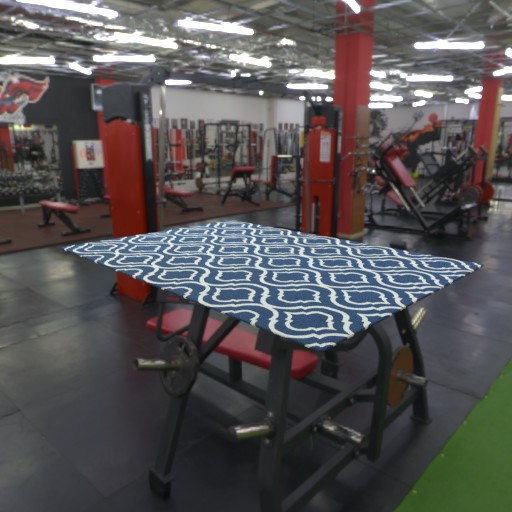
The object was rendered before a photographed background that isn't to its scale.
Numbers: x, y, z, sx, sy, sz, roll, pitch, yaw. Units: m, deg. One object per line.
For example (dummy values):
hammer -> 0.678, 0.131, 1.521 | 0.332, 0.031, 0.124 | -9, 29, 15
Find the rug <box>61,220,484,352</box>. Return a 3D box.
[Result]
rug -> 0.000, 0.000, 2.717 | 2.134, 0.010, 1.524 | 14, 20, 43
